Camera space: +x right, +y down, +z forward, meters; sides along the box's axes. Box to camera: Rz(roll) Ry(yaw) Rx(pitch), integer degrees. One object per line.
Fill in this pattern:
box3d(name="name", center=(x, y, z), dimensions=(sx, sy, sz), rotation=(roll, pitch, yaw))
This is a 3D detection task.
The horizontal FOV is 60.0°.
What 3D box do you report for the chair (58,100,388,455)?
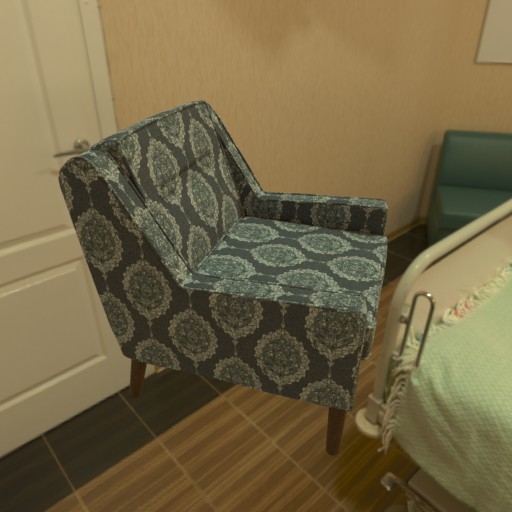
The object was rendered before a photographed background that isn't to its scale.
box3d(name="chair", center=(0.000, 0.000, 1.322), dimensions=(0.743, 0.792, 0.663), rotation=(10, 31, 16))
